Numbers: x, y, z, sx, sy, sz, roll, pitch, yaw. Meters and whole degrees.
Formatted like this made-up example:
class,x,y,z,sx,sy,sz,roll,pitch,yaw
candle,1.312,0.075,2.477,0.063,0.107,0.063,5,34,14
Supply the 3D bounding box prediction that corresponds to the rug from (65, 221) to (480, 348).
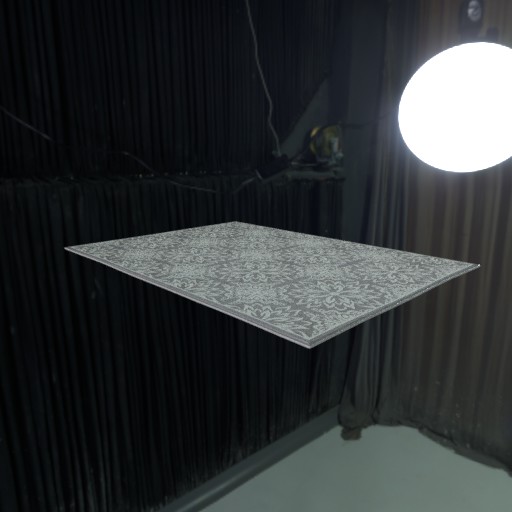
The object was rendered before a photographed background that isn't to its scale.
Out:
class,x,y,z,sx,sy,sz,roll,pitch,yaw
rug,0.000,0.000,2.886,1.608,0.014,2.213,-13,19,-42
